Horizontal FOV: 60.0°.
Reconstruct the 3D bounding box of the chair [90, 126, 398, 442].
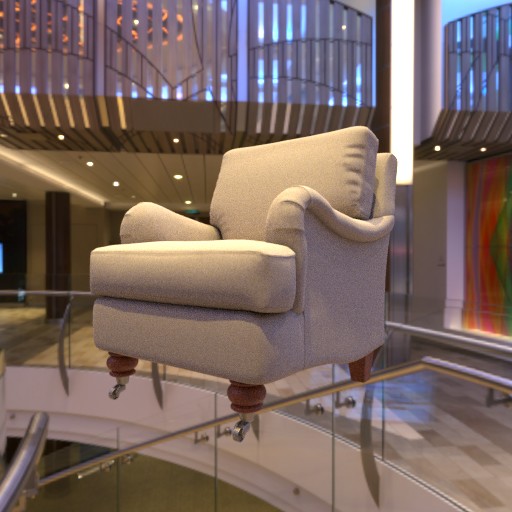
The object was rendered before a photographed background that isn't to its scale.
[{"bbox_3d":[0.000,0.000,1.855,0.895,1.076,1.078,0,1,38],"label":"chair"}]
